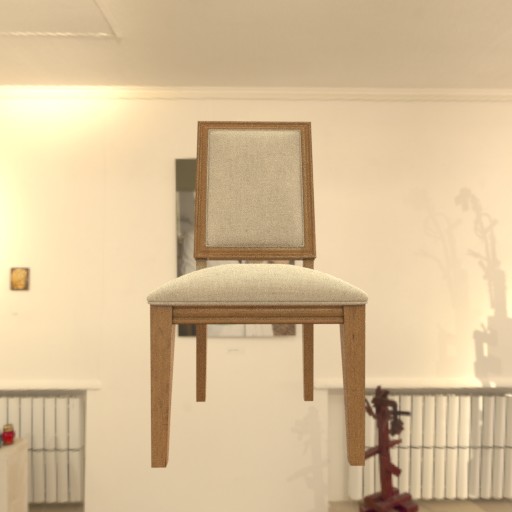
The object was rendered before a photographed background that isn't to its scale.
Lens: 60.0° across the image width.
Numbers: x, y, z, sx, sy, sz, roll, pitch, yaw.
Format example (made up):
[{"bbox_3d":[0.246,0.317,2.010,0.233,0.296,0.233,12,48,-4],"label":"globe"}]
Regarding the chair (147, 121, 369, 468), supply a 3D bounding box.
[{"bbox_3d":[0.000,0.000,1.338,0.536,0.988,0.601,0,0,-1],"label":"chair"}]
